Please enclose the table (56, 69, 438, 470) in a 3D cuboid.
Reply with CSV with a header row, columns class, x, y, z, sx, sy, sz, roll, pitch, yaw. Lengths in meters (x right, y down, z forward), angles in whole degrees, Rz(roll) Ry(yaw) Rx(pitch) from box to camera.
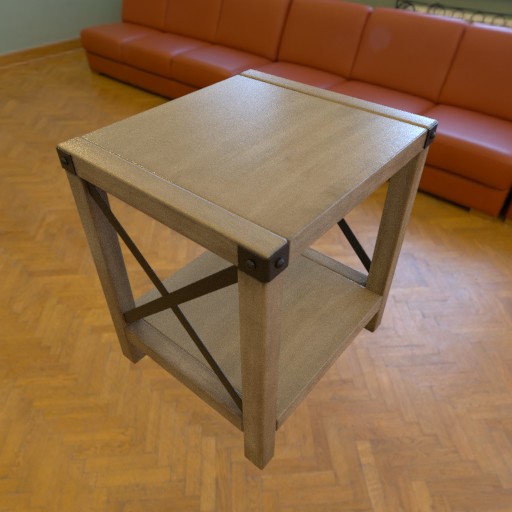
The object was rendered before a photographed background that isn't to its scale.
class,x,y,z,sx,sy,sz,roll,pitch,yaw
table,0.000,0.000,0.941,0.459,0.561,0.510,28,48,29
